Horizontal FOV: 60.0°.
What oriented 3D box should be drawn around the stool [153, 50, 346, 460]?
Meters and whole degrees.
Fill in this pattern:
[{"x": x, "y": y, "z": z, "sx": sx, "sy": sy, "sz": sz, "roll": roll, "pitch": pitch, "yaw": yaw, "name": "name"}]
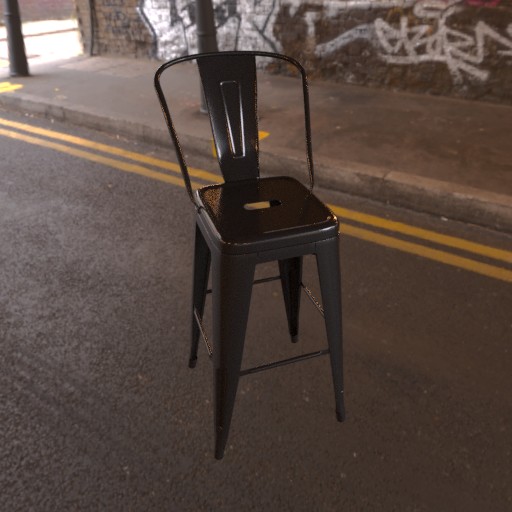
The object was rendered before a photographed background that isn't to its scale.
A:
[{"x": 0.000, "y": 0.000, "z": 1.284, "sx": 0.432, "sy": 1.022, "sz": 0.528, "roll": -10, "pitch": 34, "yaw": -16, "name": "stool"}]
